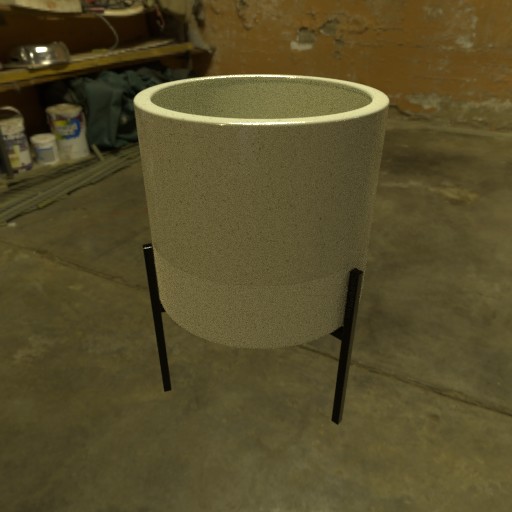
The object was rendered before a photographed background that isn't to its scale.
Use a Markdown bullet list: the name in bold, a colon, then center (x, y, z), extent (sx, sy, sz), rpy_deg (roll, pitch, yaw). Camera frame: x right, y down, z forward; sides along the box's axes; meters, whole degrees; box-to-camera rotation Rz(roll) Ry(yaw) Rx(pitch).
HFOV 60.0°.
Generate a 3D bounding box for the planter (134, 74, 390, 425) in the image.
- **planter**: center (0.000, 0.000, 0.328), extent (0.159, 0.230, 0.152), rpy_deg (-8, 31, -14)
